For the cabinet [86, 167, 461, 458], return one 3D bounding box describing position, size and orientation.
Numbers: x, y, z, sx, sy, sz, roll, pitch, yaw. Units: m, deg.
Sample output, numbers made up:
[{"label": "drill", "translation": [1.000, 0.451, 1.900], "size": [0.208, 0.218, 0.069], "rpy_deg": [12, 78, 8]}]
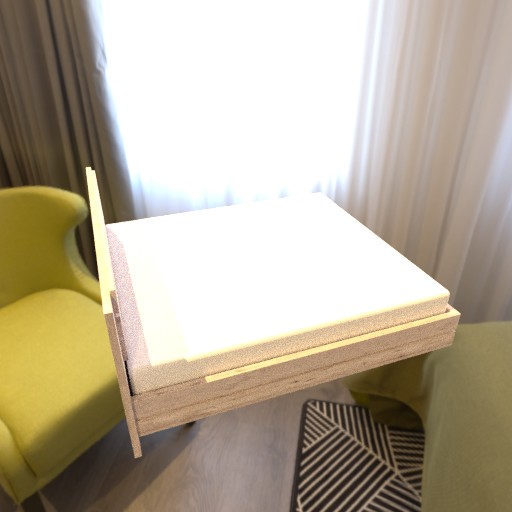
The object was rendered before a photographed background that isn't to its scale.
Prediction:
[{"label": "cabinet", "translation": [0.000, 0.000, 3.187], "size": [2.080, 0.970, 1.950], "rpy_deg": [-11, 32, -17]}]
